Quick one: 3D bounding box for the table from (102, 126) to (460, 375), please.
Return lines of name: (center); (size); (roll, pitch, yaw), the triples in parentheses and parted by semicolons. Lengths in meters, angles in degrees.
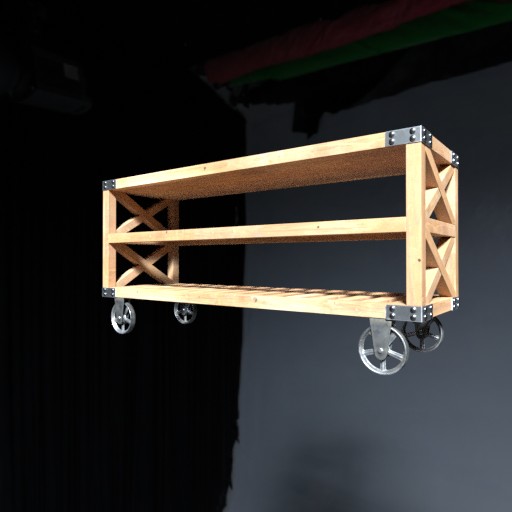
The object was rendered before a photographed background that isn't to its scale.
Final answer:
table: (0.000, 0.000, 1.845); (1.487, 0.711, 0.467); (0, -1, 36)
